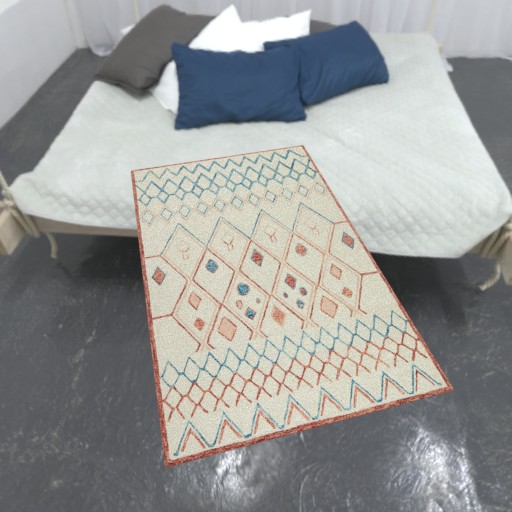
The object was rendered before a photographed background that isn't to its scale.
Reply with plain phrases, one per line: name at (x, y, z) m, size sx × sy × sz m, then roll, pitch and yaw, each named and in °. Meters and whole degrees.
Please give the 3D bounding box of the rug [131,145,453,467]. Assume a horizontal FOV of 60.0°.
rug at (0.000, 0.000, 3.026) m, size 1.524 × 0.015 × 2.438 m, roll -11°, pitch 47°, yaw -10°
